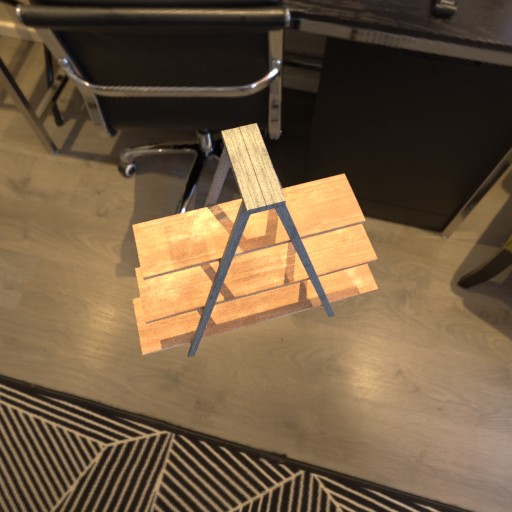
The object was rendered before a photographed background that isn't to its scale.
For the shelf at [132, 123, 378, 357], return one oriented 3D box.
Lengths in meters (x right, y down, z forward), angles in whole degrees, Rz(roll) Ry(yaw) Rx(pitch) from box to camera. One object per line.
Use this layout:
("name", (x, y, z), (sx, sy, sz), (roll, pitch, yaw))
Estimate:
("shelf", (0.000, 0.000, 2.650), (1.746, 1.808, 0.508), (-15, 66, -7))
